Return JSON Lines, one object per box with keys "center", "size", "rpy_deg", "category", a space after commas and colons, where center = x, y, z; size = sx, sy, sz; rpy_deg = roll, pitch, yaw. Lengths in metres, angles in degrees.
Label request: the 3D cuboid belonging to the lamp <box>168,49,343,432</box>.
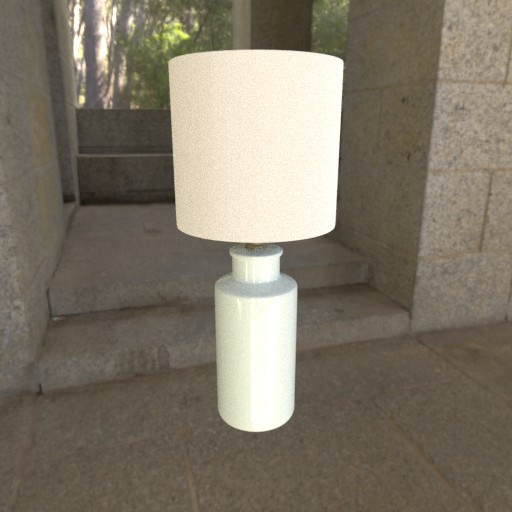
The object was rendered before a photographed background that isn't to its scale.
{"center": [0.000, 0.000, 0.615], "size": [0.212, 0.493, 0.212], "rpy_deg": [15, 22, 42], "category": "lamp"}
